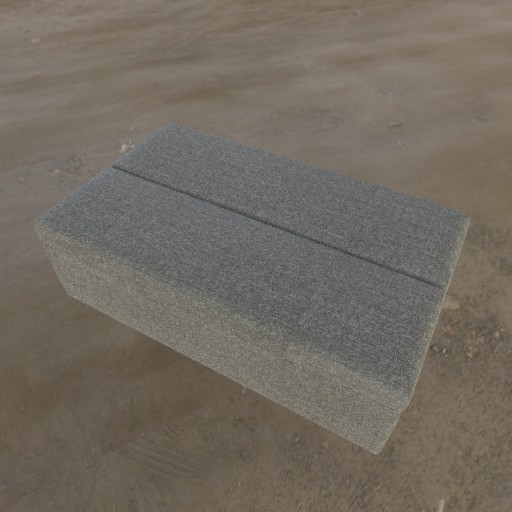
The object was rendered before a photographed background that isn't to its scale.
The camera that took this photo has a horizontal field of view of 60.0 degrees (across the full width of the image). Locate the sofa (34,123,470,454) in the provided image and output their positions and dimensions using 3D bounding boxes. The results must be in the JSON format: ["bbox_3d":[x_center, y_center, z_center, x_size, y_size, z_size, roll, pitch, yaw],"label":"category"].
[{"bbox_3d":[0.000,0.000,1.550,1.198,0.417,0.782,22,50,20],"label":"sofa"}]
